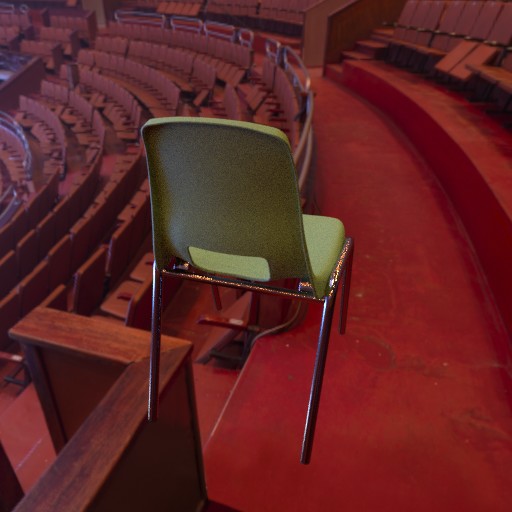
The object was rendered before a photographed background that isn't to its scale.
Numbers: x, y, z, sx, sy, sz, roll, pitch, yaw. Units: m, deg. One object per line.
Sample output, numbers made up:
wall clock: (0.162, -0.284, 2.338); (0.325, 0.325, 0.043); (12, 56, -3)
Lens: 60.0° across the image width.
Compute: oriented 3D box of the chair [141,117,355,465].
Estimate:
chair: (0.000, 0.000, 0.928); (0.381, 0.653, 0.436); (9, 31, 15)
